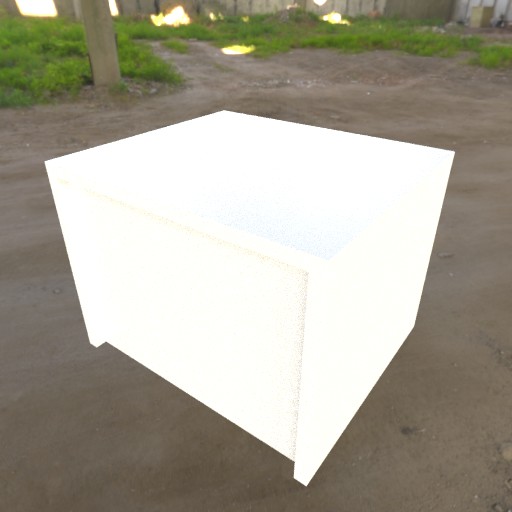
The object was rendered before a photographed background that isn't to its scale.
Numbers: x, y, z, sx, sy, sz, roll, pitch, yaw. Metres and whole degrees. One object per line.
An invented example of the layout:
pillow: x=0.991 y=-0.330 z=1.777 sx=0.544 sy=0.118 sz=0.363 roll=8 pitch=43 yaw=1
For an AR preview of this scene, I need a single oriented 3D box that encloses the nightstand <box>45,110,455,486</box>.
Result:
nightstand: x=0.000 y=0.000 z=0.760 sx=0.470 sy=0.351 sz=0.408 roll=21 pitch=36 yaw=31
